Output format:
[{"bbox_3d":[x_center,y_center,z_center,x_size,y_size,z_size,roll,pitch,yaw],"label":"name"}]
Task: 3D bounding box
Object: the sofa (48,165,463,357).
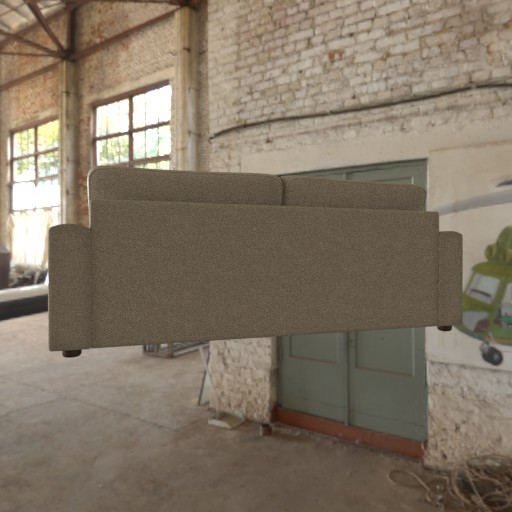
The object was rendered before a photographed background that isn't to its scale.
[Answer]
[{"bbox_3d":[0.000,0.000,2.674,2.179,0.873,1.016,0,0,-19],"label":"sofa"}]
